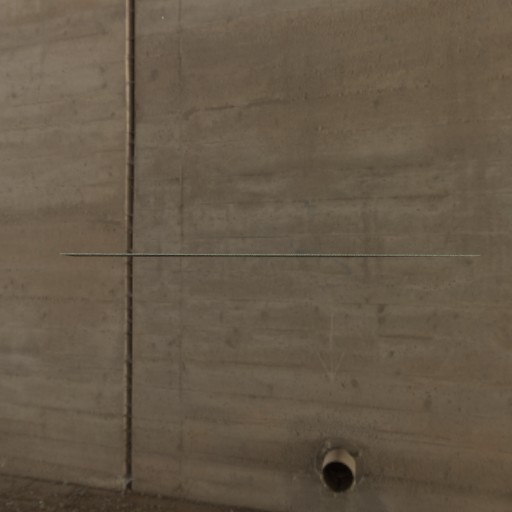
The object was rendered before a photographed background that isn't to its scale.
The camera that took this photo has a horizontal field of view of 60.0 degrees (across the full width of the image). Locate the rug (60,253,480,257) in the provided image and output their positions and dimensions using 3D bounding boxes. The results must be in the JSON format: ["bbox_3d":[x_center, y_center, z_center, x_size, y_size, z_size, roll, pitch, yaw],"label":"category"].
[{"bbox_3d":[0.000,0.000,2.999,2.363,0.004,1.566,0,-1,-19],"label":"rug"}]
